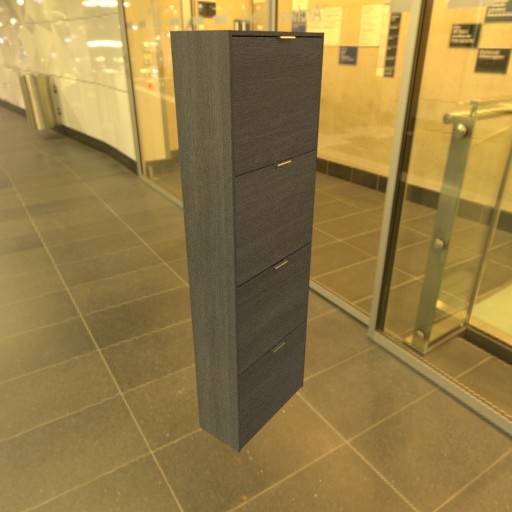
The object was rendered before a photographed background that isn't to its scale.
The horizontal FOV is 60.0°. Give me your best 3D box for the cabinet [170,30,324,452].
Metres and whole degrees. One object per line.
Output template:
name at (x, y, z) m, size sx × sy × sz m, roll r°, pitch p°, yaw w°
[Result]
cabinet at (0.000, 0.000, 1.805) m, size 0.255 × 1.630 × 0.520 m, roll 19°, pitch 32°, yaw 33°
